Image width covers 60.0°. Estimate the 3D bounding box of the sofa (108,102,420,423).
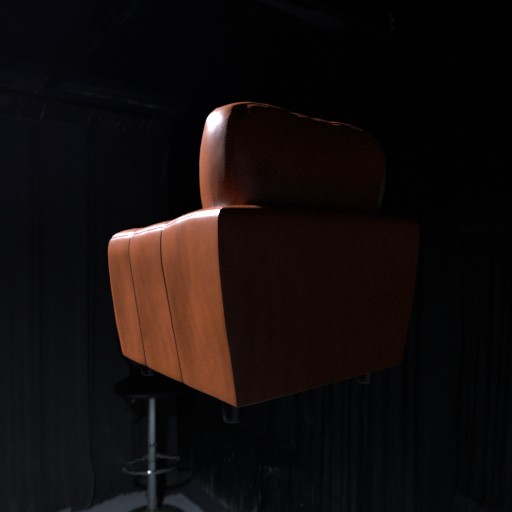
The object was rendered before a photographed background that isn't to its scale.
[{"bbox_3d":[0.000,0.000,1.574,0.836,0.876,0.789,-1,2,-38],"label":"sofa"}]
